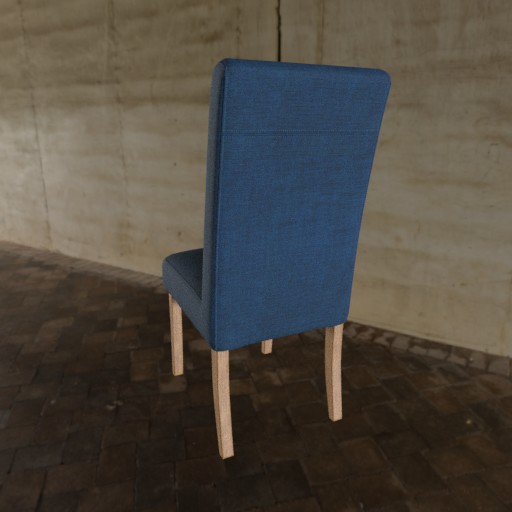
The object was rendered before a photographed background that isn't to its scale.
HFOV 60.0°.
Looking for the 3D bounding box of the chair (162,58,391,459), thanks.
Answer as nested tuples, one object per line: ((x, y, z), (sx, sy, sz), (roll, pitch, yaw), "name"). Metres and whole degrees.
((0.000, 0.000, 1.360), (0.450, 1.029, 0.610), (-8, 18, -25), "chair")
